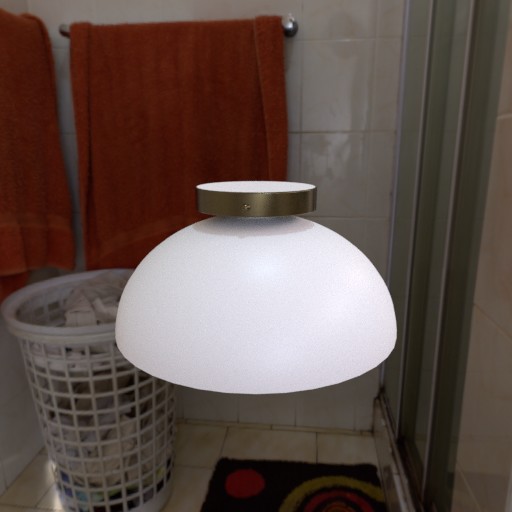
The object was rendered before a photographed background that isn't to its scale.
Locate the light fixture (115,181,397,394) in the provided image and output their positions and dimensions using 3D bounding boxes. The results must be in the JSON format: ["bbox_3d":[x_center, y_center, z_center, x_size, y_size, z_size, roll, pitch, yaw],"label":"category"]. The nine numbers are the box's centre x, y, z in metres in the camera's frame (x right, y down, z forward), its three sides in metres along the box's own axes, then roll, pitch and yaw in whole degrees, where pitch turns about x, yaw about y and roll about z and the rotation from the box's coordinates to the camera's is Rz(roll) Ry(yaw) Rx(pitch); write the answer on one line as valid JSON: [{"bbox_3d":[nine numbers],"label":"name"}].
[{"bbox_3d":[0.000,0.000,0.564,0.355,0.177,0.355,0,14,0],"label":"light fixture"}]
